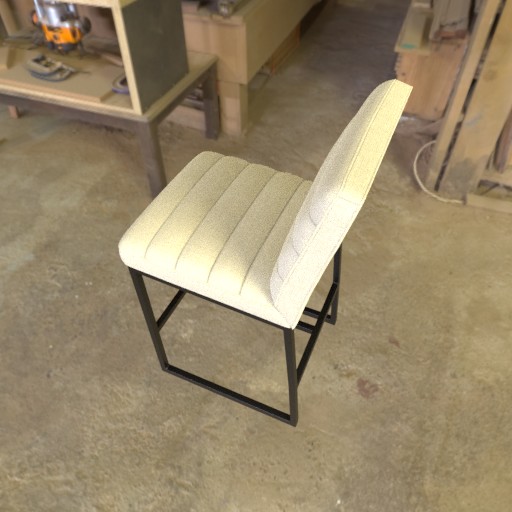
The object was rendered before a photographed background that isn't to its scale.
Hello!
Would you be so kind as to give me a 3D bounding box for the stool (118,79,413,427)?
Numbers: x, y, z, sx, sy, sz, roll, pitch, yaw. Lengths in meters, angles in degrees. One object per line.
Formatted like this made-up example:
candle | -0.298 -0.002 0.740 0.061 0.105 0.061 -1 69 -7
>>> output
stool | 0.000 0.000 1.240 0.560 0.940 0.460 18 49 16
